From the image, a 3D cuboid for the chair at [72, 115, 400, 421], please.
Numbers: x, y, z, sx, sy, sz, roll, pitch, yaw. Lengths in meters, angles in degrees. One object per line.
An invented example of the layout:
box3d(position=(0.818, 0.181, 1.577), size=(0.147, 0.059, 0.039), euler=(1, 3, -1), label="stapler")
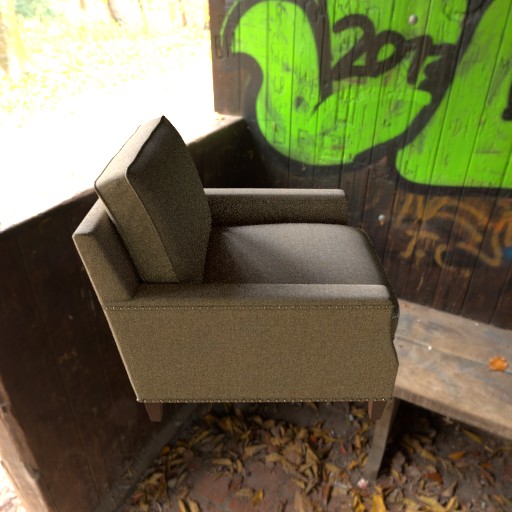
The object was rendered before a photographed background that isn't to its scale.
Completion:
box3d(position=(0.000, 0.000, 1.737), size=(1.014, 0.943, 0.853), euler=(0, 32, 0), label="chair")
